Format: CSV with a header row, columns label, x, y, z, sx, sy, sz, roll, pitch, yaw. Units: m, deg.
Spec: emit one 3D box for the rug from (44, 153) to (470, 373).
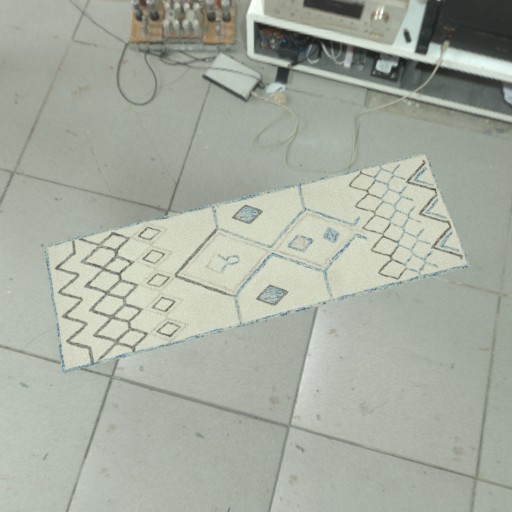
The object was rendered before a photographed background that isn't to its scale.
label,x,y,z,sx,sy,sz,roll,pitch,yaw
rug,0.000,0.000,2.652,2.434,0.013,0.770,-14,76,-4
